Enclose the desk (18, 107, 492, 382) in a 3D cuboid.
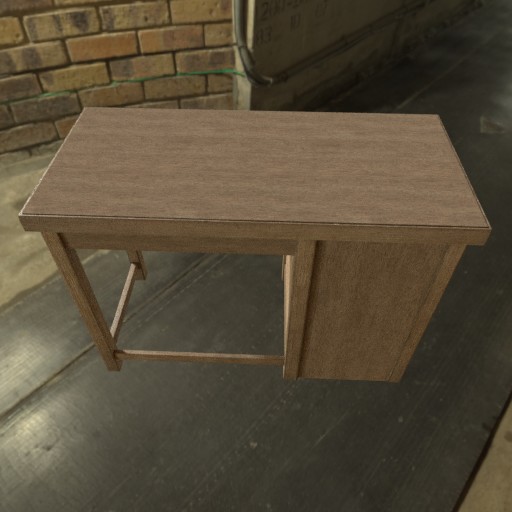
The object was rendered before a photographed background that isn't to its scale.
[{"bbox_3d":[0.000,0.000,1.739,1.289,0.912,0.610,2,47,2],"label":"desk"}]
